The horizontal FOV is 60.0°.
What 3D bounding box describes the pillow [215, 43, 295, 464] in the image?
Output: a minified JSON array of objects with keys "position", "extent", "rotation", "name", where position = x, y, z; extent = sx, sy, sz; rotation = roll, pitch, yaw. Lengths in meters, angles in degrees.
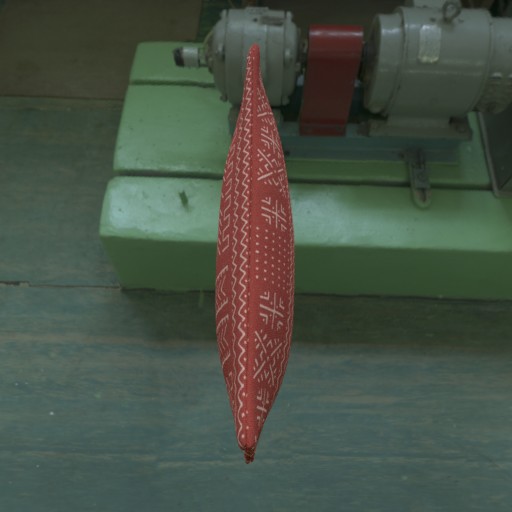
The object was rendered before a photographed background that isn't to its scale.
[{"position":[0.000,0.000,0.761],"extent":[0.130,0.352,0.640],"rotation":[1,64,0],"name":"pillow"}]
